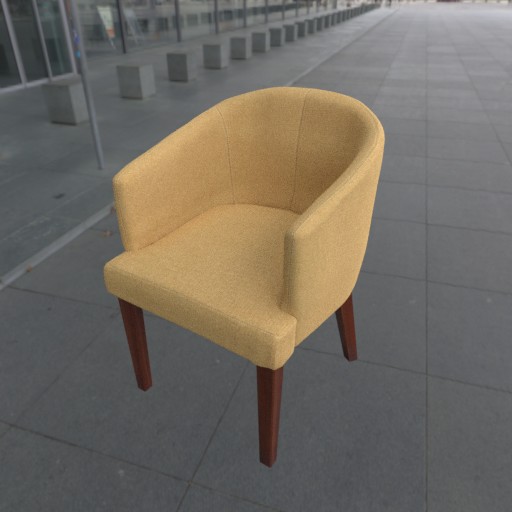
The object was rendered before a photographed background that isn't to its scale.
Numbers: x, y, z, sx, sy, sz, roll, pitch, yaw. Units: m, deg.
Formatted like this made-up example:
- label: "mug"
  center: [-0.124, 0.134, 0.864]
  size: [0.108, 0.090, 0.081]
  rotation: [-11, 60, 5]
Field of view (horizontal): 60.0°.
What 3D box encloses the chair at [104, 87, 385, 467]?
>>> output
- label: "chair"
  center: [0.000, 0.000, 1.255]
  size: [0.583, 0.811, 0.655]
  rotation: [19, 36, 28]
